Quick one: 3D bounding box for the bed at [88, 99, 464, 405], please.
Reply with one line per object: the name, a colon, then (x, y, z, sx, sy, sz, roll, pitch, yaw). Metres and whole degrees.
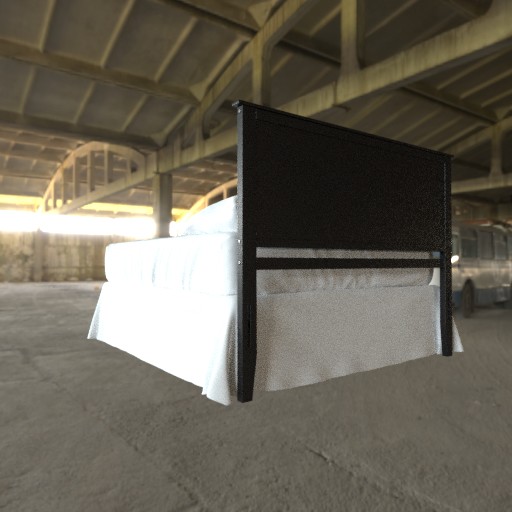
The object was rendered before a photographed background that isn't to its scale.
bed: (0.000, 0.000, 3.145, 1.870, 1.270, 2.050, 1, -1, -36)
